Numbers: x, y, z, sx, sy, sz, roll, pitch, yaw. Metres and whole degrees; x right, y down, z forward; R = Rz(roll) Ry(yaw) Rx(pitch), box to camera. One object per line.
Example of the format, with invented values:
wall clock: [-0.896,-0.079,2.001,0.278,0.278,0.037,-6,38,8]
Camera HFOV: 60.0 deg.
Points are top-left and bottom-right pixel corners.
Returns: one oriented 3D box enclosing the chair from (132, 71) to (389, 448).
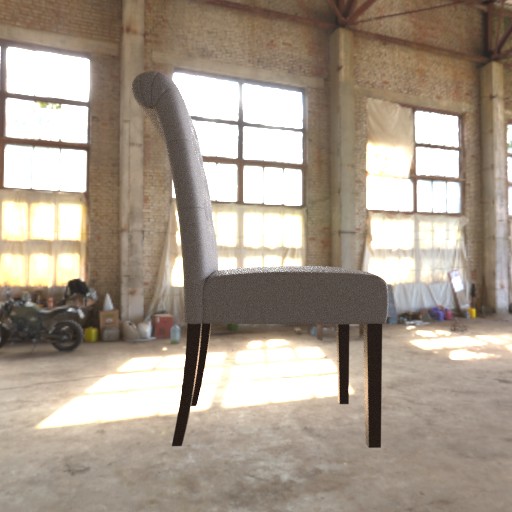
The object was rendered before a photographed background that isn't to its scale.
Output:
chair: [0.000,0.000,1.358,0.671,1.006,0.456,0,-2,-1]
